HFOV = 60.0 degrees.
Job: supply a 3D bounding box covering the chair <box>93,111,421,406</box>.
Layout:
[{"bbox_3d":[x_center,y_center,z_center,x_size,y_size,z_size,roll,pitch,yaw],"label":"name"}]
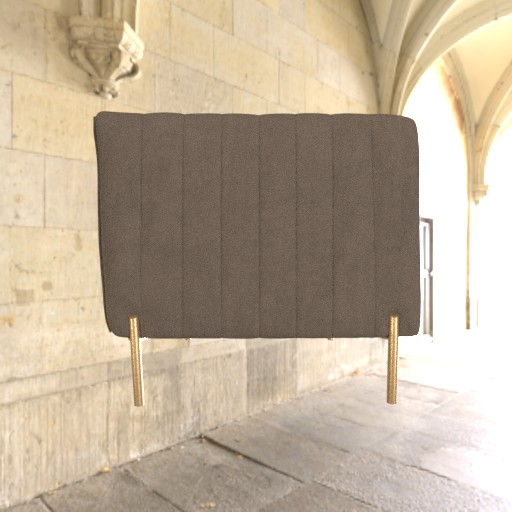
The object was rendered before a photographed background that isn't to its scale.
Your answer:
[{"bbox_3d":[0.000,0.000,1.611,0.873,0.779,0.981,0,0,-1],"label":"chair"}]
